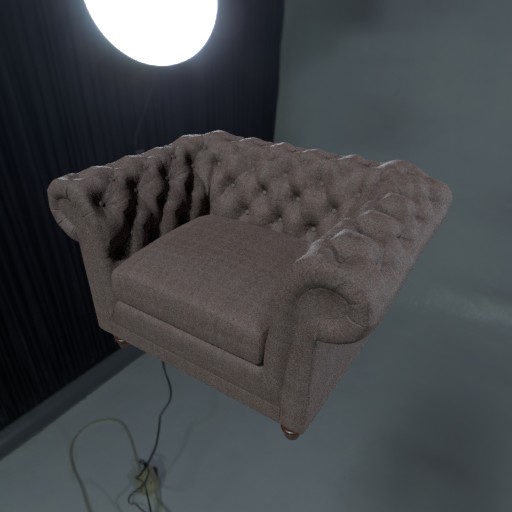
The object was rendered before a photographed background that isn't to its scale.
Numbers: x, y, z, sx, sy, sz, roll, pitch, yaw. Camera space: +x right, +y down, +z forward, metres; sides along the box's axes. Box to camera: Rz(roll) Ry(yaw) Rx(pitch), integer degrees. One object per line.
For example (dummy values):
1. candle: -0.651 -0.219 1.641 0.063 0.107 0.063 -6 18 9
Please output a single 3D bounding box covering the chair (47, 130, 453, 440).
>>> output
1. chair: 0.000 0.000 1.823 1.298 0.780 0.945 18 35 29
